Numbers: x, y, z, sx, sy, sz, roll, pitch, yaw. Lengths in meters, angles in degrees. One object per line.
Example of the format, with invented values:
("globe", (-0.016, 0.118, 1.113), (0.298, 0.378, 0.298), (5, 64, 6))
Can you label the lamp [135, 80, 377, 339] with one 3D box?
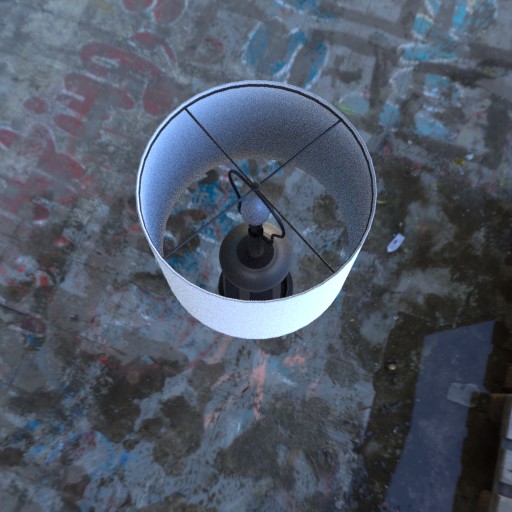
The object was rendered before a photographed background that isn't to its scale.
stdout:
("lamp", (0.000, 0.000, 0.651), (0.251, 0.509, 0.251), (0, 75, 0))
